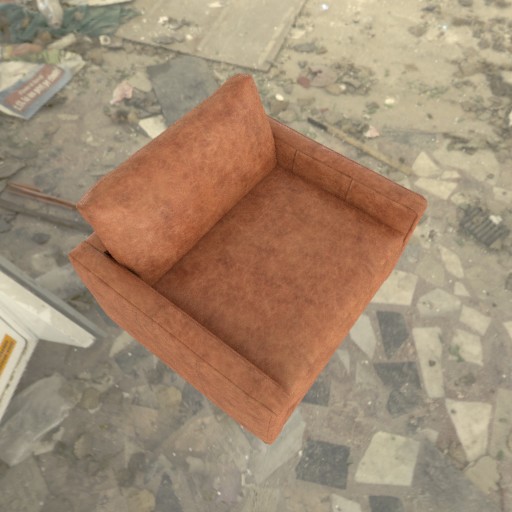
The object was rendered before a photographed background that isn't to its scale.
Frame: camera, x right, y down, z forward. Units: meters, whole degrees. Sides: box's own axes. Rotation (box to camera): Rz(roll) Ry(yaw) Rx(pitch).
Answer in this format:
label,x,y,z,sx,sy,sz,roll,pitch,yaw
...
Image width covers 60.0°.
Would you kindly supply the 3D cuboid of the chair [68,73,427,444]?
label,x,y,z,sx,sy,sz,roll,pitch,yaw
chair,0.000,0.000,1.659,0.862,0.869,0.967,33,64,19
